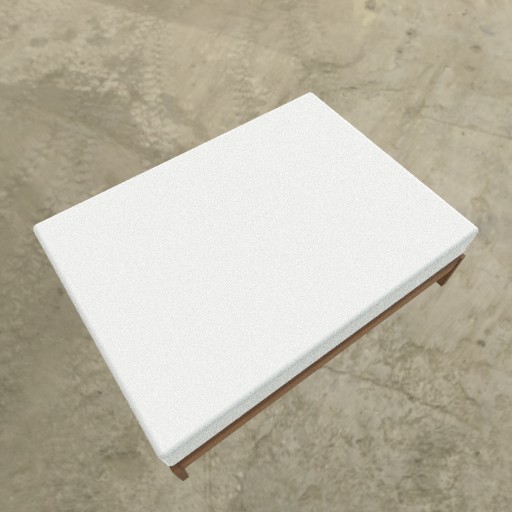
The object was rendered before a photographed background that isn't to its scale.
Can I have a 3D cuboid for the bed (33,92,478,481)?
[{"bbox_3d":[0.000,0.000,2.735,2.050,0.593,1.529,-31,62,-18],"label":"bed"}]
